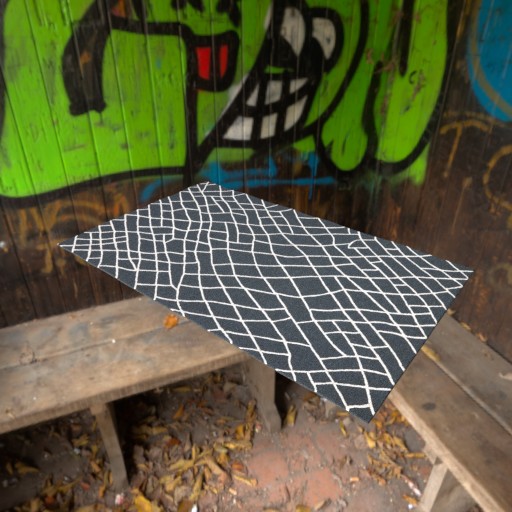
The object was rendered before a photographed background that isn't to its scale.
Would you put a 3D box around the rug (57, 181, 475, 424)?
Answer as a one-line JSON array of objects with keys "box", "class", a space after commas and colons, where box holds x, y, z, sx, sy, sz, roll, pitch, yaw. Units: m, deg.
[{"box": [0.000, 0.000, 3.037, 2.448, 0.017, 1.529, 23, 38, 32], "class": "rug"}]
